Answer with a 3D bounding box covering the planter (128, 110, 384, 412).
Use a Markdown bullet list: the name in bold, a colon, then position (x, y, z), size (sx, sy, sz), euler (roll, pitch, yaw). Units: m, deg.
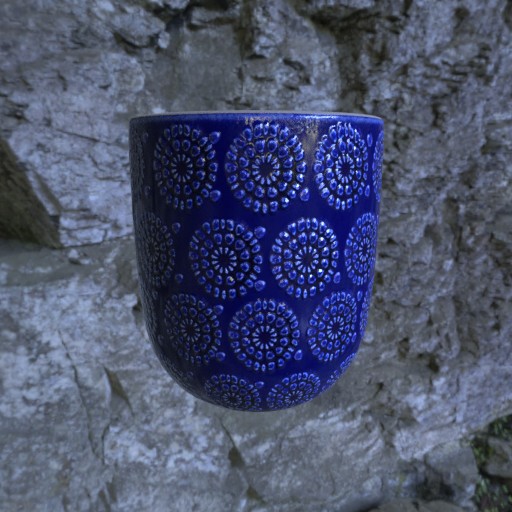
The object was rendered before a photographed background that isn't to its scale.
- **planter**: position (0.000, 0.000, 0.351), size (0.184, 0.206, 0.184), euler (0, 14, 0)
